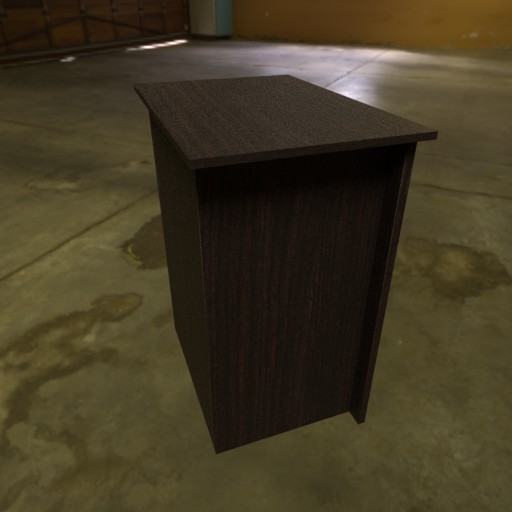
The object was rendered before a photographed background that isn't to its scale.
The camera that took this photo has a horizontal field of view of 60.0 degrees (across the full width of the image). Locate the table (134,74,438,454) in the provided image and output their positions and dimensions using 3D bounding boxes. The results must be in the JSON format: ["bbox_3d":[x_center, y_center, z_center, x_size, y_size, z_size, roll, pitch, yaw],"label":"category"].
[{"bbox_3d":[0.000,0.000,1.065,0.406,0.711,0.591,-11,33,-17],"label":"table"}]
